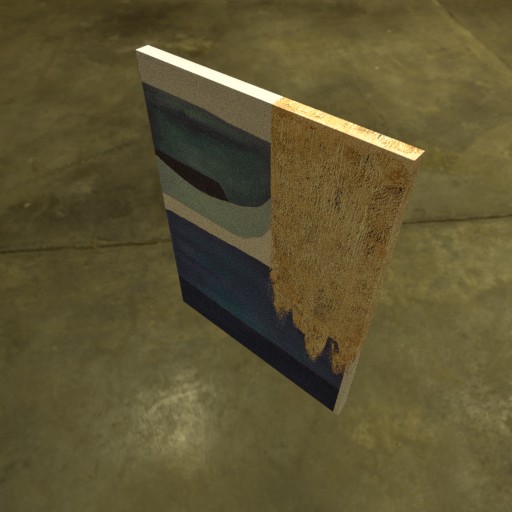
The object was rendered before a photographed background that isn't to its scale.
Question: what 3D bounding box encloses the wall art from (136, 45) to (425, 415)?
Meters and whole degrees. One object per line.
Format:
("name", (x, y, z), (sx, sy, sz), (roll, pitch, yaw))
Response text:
("wall art", (0.000, 0.000, 0.796), (0.458, 0.613, 0.026), (31, 53, 27))
